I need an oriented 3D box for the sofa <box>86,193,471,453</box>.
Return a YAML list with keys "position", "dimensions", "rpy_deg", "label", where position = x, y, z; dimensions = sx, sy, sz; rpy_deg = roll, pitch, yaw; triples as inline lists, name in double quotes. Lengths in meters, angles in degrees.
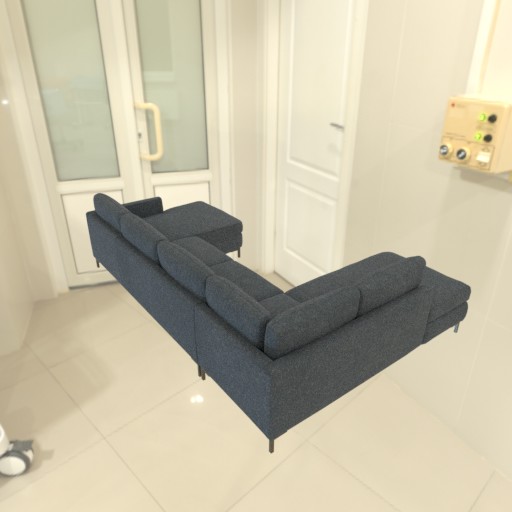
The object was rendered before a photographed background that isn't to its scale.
- position: [0.000, 0.000, 3.925]
  dimensions: [2.007, 0.813, 2.956]
  rpy_deg: [-19, 32, -33]
  label: "sofa"
